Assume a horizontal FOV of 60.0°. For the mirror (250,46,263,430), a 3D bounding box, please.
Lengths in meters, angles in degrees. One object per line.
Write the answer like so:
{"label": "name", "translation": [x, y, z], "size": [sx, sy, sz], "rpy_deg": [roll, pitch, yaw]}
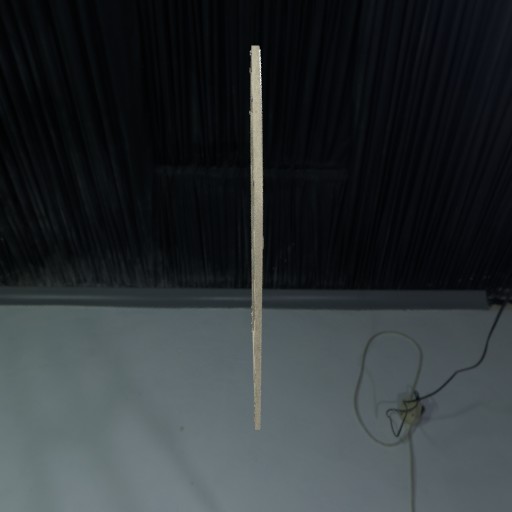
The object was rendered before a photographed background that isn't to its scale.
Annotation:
{"label": "mirror", "translation": [0.000, 0.000, 1.326], "size": [0.025, 1.175, 0.464], "rpy_deg": [-1, 40, -1]}
